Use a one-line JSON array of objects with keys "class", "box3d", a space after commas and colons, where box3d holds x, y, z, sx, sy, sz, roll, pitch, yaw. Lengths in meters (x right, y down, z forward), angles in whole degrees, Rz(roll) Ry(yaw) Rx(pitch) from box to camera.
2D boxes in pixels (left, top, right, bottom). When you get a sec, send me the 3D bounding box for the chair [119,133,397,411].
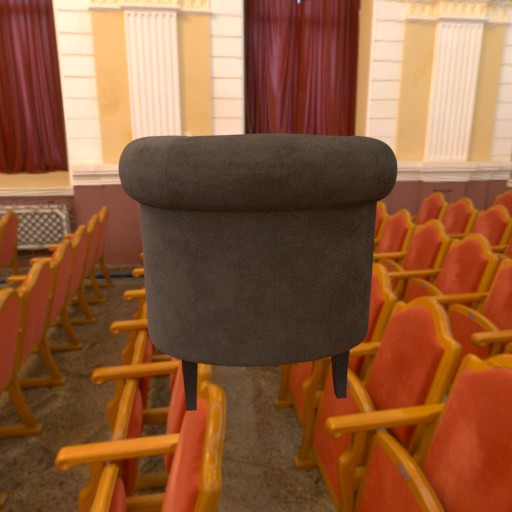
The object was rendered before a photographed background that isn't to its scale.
[{"class": "chair", "box3d": [0.000, 0.000, 1.569, 0.904, 0.826, 0.851, -2, 15, -8]}]
